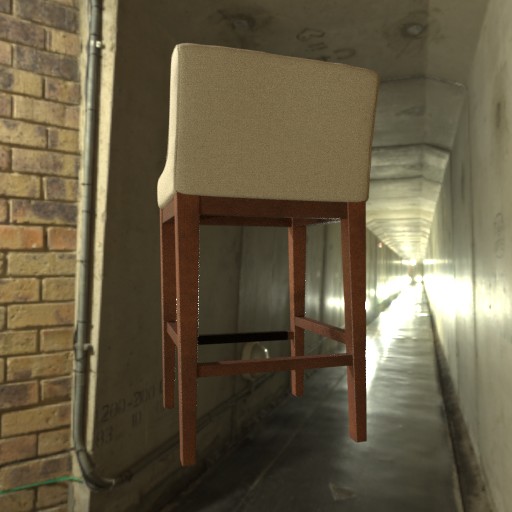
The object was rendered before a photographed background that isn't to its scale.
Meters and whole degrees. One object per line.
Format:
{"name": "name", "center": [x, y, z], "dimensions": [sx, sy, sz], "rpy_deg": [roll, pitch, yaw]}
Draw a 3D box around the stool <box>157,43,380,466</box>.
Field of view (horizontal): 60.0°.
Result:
{"name": "stool", "center": [0.000, 0.000, 1.237], "dimensions": [0.511, 0.937, 0.500], "rpy_deg": [0, -1, -17]}
